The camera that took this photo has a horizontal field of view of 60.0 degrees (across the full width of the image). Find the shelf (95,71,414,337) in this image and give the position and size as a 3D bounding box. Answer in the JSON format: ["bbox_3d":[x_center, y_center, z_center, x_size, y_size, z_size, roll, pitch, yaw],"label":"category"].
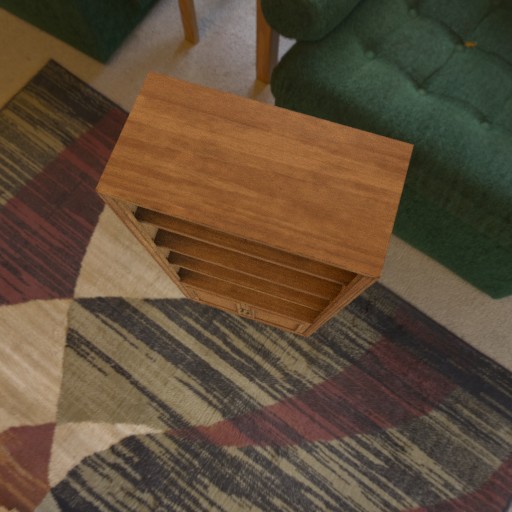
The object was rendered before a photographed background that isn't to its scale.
[{"bbox_3d":[0.000,0.000,2.256,0.864,1.930,0.453,17,75,5],"label":"shelf"}]
